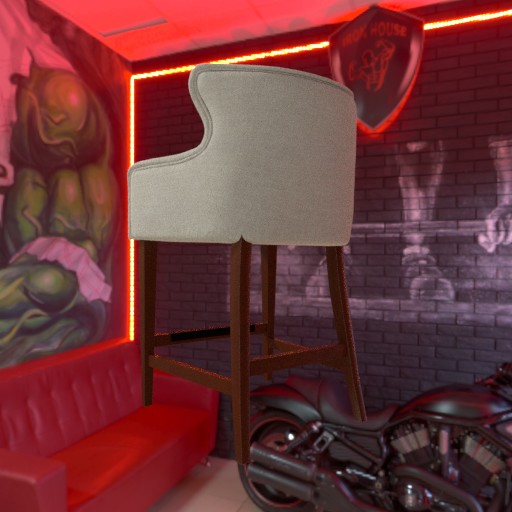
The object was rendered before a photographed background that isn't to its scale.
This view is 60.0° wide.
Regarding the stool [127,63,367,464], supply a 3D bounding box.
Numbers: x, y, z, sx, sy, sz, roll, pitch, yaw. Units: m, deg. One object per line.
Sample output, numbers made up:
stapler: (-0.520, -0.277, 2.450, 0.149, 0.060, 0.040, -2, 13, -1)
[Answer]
stool: (0.000, 0.000, 1.400, 0.615, 0.987, 0.637, 0, 0, -36)
